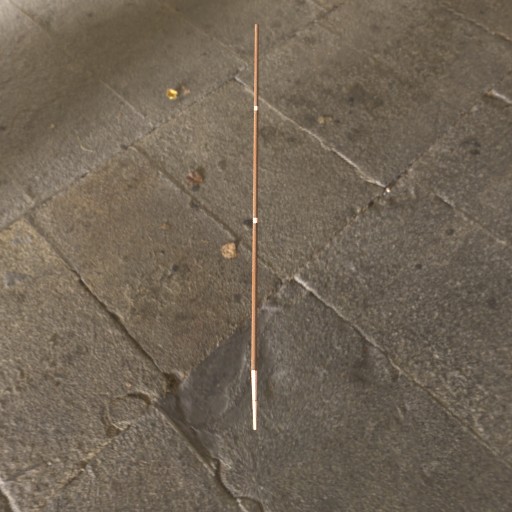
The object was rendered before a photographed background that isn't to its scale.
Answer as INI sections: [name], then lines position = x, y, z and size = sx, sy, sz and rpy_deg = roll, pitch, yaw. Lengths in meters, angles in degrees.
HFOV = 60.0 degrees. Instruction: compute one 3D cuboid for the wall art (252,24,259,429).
[wall art]
position = 0.000, 0.000, 1.829
size = 0.013, 1.218, 1.216
rpy_deg = 0, 63, 0
